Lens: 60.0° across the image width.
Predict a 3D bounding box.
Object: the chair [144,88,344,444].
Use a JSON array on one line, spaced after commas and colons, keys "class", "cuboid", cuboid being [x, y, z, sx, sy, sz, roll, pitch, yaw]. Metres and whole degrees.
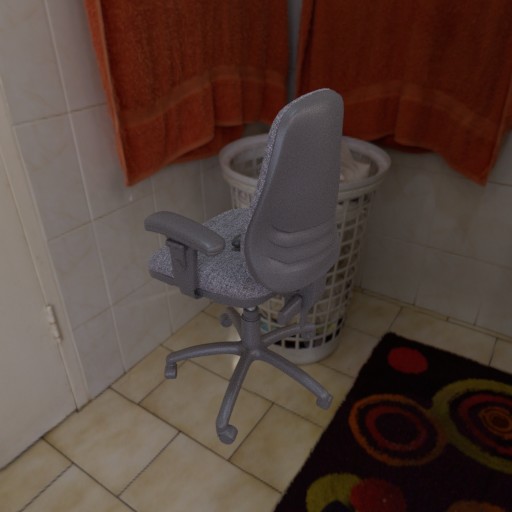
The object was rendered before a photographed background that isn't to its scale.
[{"class": "chair", "cuboid": [0.000, 0.000, 1.235, 0.530, 0.910, 0.550, 20, 36, 30]}]
